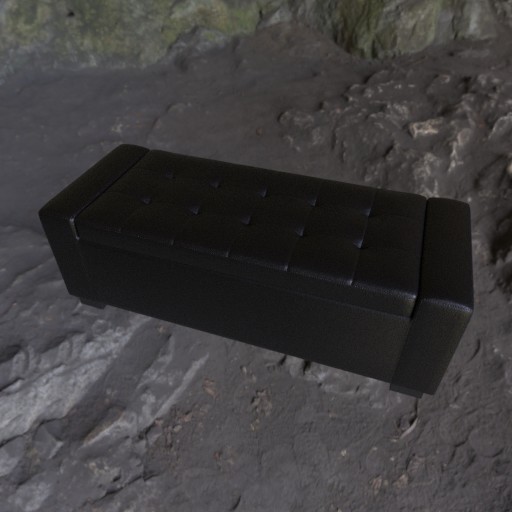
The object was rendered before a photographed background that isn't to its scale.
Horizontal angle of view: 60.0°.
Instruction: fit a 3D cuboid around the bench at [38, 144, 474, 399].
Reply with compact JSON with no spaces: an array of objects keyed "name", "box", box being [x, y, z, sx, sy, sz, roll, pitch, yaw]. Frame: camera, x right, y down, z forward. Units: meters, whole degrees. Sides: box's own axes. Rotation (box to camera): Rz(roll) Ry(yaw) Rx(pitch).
[{"name":"bench","box":[0.000,0.000,1.543,1.296,0.445,0.508,13,42,14]}]
